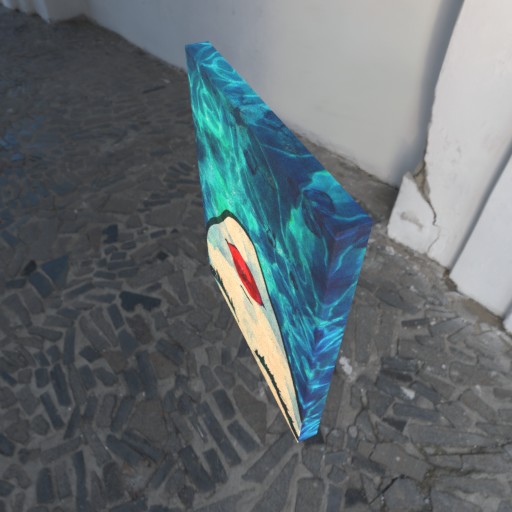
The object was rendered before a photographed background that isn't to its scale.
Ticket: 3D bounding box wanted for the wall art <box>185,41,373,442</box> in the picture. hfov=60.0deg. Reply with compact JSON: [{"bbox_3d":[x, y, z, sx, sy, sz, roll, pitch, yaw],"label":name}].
[{"bbox_3d":[0.000,0.000,0.714,0.038,0.508,0.432,-18,50,-16],"label":"wall art"}]
